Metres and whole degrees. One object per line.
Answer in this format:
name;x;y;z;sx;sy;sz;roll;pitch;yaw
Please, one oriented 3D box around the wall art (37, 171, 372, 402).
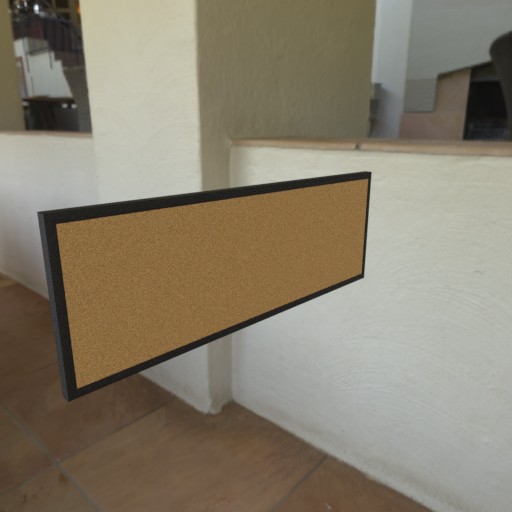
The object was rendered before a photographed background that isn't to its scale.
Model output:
wall art;0.000;0.000;1.753;1.572;0.554;0.041;-15;22;-42
